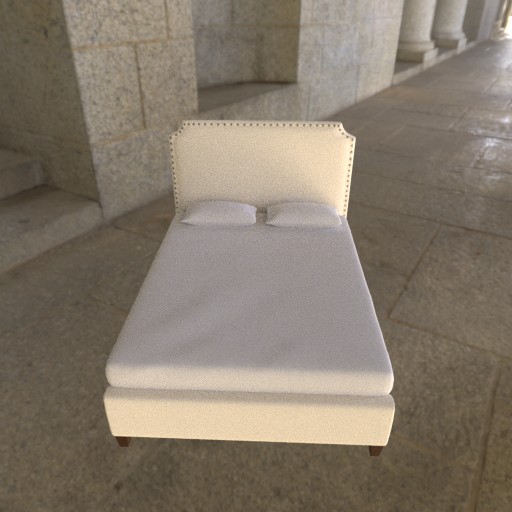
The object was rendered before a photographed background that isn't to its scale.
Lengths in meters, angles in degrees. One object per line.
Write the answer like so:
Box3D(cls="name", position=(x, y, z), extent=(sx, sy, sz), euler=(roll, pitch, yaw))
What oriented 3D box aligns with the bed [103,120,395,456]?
Box3D(cls="bed", position=(0.000, 0.000, 3.392), extent=(1.712, 1.497, 2.372), euler=(1, 31, 2))
